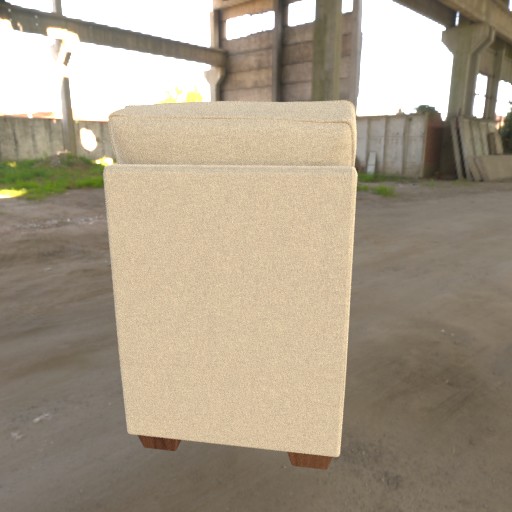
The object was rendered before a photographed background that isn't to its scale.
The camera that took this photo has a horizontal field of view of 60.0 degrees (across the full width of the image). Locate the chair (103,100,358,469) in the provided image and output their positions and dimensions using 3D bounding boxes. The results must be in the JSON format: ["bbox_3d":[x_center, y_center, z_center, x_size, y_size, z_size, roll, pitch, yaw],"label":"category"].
[{"bbox_3d":[0.000,0.000,1.542,0.621,0.970,0.938,2,15,9],"label":"chair"}]
